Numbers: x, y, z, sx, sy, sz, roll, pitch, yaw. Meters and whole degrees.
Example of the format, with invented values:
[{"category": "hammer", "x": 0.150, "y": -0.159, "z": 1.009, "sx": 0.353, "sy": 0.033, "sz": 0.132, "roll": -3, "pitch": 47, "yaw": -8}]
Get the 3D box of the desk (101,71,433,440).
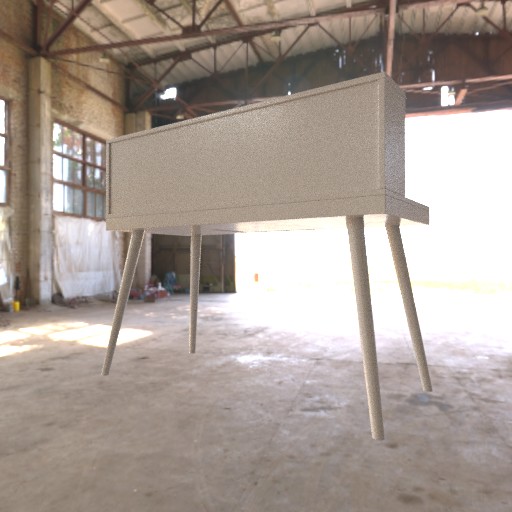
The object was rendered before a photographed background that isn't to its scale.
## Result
[{"category": "desk", "x": 0.000, "y": 0.000, "z": 1.744, "sx": 1.199, "sy": 0.990, "sz": 0.559, "roll": 0, "pitch": -1, "yaw": 35}]
